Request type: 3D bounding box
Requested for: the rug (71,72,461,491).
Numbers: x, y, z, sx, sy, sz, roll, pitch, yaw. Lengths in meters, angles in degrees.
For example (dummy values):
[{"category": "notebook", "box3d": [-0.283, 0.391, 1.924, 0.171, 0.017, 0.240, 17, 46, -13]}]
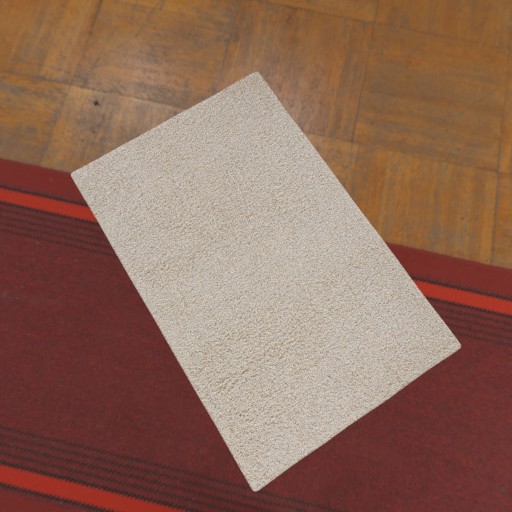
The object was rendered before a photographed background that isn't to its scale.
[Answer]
[{"category": "rug", "box3d": [0.000, 0.000, 3.371, 1.778, 0.030, 2.743, -32, 77, -8]}]
